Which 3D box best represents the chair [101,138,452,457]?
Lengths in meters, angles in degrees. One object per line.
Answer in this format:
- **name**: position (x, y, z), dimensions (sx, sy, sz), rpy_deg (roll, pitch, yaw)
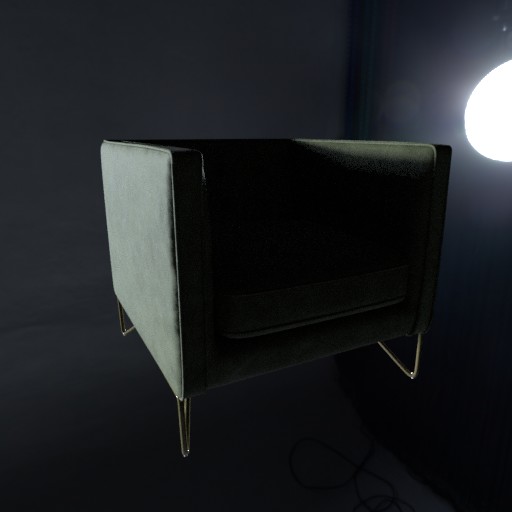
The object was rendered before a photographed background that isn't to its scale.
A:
- **chair**: position (0.000, 0.000, 1.568), dimensions (0.880, 0.790, 0.894), rpy_deg (-8, 18, -26)
